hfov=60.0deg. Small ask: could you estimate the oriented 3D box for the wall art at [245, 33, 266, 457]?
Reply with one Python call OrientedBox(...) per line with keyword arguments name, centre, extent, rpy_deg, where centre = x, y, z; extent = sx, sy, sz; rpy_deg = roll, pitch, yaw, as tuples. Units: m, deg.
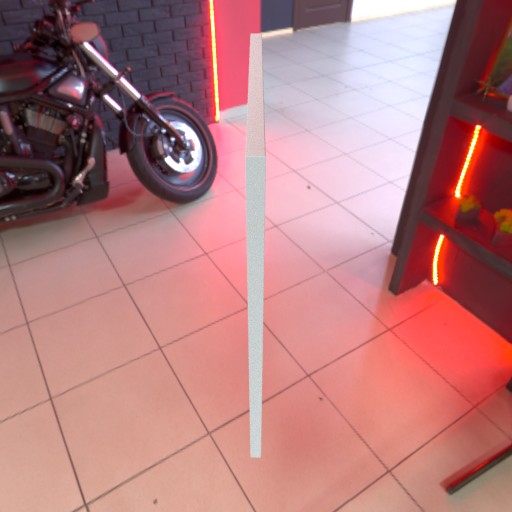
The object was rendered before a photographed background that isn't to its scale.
OrientedBox(name="wall art", centre=(0.000, 0.000, 0.606), extent=(0.015, 0.477, 0.332), rpy_deg=(0, 41, 0))
